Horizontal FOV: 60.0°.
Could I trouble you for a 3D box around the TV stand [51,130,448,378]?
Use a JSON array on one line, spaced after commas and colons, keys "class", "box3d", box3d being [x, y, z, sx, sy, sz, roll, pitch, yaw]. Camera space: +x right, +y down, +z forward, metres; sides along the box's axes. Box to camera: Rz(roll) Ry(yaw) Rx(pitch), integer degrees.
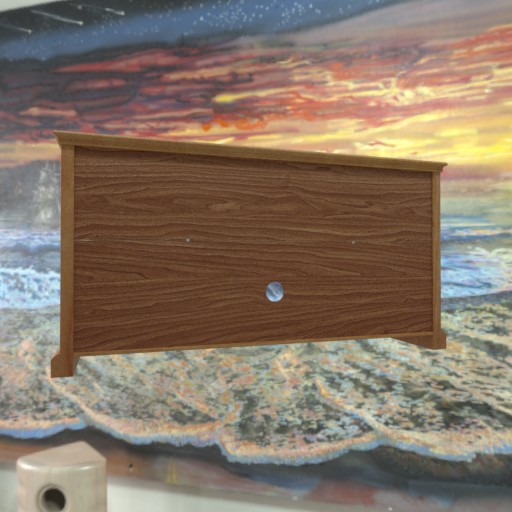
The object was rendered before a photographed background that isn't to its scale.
[{"class": "TV stand", "box3d": [0.000, 0.000, 1.455, 1.181, 0.607, 0.417, 0, -1, -18]}]
